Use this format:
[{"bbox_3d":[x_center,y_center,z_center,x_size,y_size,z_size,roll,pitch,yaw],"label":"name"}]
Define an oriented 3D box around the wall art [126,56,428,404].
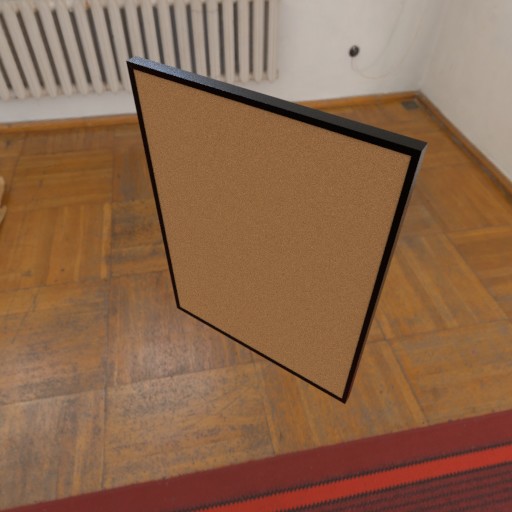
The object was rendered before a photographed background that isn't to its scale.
[{"bbox_3d":[0.000,0.000,1.411,0.805,1.062,0.040,25,50,23],"label":"wall art"}]
